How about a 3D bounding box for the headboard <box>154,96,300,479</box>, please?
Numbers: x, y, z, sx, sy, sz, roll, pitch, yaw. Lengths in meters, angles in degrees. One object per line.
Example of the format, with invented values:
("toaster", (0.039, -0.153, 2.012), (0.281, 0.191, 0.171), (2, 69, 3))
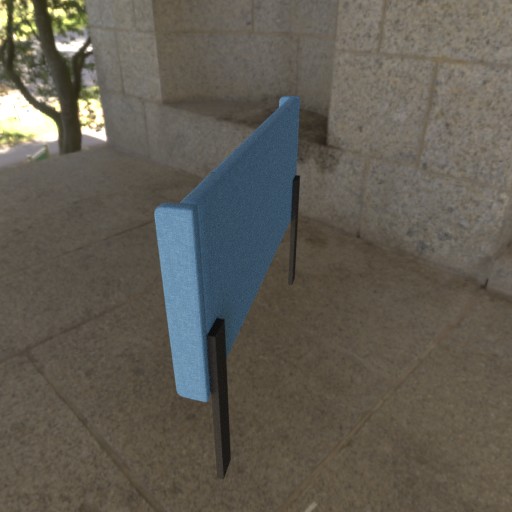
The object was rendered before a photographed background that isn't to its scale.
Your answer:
("headboard", (0.000, 0.000, 2.729), (0.184, 1.524, 2.051), (8, 31, 13))
